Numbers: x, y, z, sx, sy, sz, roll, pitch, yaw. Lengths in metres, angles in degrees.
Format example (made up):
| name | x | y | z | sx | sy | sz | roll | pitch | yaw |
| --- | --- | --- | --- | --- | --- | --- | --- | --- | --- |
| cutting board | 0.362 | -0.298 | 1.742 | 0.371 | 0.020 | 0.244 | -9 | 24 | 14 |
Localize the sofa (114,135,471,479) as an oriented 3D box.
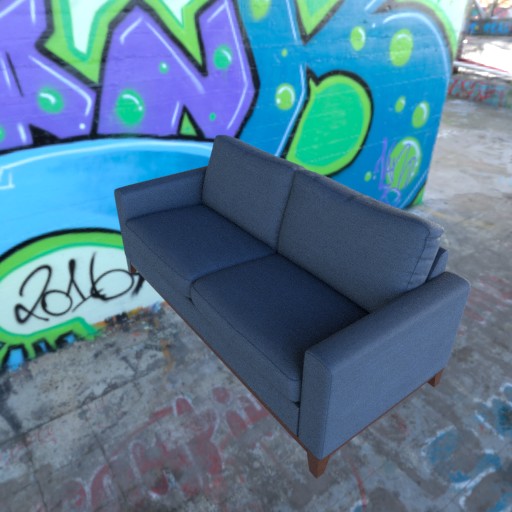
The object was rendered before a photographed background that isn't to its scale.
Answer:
| name | x | y | z | sx | sy | sz | roll | pitch | yaw |
| --- | --- | --- | --- | --- | --- | --- | --- | --- | --- |
| sofa | 0.000 | 0.000 | 2.385 | 0.877 | 0.865 | 1.900 | -21 | 38 | -31 |
